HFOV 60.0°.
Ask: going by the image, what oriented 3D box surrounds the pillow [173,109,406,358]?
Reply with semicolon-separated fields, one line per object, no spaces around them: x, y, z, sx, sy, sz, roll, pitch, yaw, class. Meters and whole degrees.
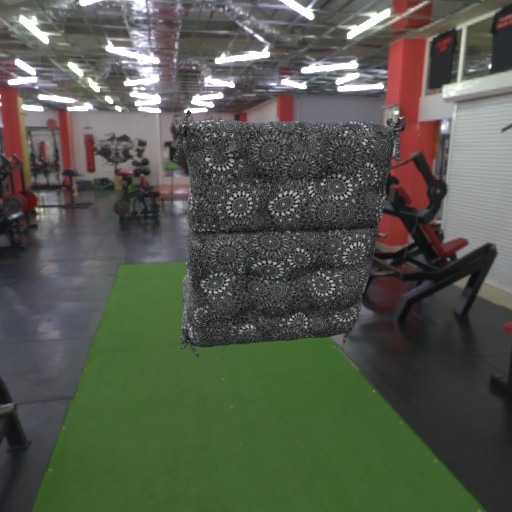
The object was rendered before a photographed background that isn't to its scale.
0.000;0.000;1.500;0.526;0.863;1.016;-2;13;-9;pillow
